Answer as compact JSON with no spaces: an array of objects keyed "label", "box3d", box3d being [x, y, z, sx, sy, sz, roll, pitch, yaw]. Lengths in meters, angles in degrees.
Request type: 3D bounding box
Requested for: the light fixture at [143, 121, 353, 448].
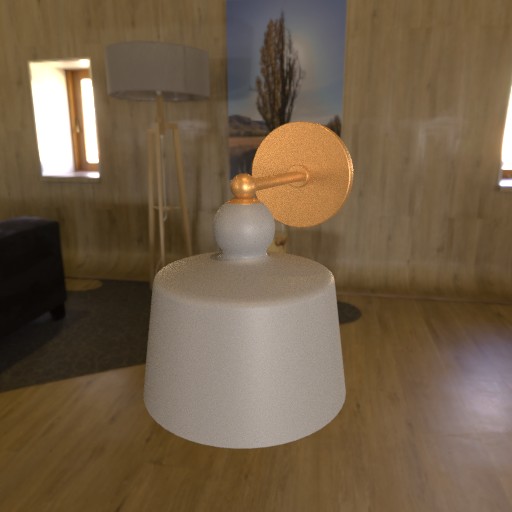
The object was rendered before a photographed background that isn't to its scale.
[{"label":"light fixture","box3d":[0.000,0.000,0.446,0.204,0.268,0.254,7,16,26]}]
